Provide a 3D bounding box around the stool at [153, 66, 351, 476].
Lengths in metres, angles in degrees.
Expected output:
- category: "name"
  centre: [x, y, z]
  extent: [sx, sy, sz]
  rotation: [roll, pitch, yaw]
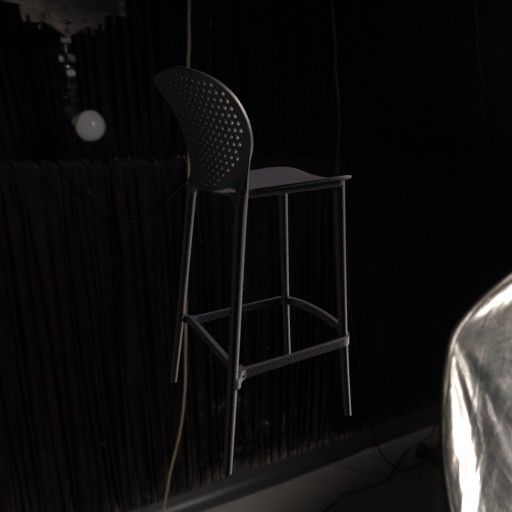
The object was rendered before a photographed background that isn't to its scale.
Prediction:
- category: "stool"
  centre: [0.000, 0.000, 1.373]
  extent: [0.535, 1.045, 0.536]
  rotation: [-8, 17, -25]
